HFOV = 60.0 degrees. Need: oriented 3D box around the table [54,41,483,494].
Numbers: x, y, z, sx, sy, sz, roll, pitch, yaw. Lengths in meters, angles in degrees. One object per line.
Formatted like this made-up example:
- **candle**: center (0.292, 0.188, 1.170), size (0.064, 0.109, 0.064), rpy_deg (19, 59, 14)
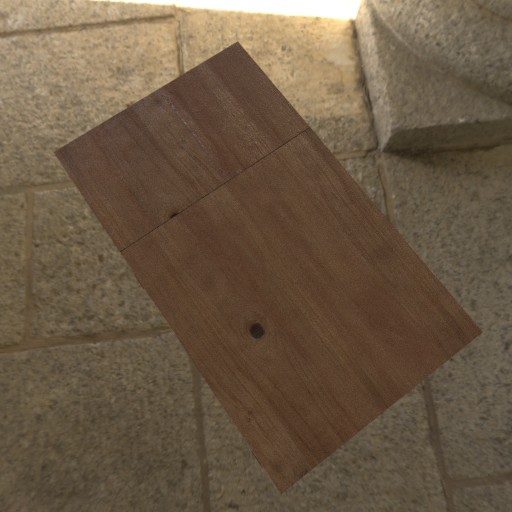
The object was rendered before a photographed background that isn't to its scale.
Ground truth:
- **table**: center (0.000, 0.000, 1.400), size (0.655, 0.395, 1.101), rpy_deg (-35, 78, -9)
